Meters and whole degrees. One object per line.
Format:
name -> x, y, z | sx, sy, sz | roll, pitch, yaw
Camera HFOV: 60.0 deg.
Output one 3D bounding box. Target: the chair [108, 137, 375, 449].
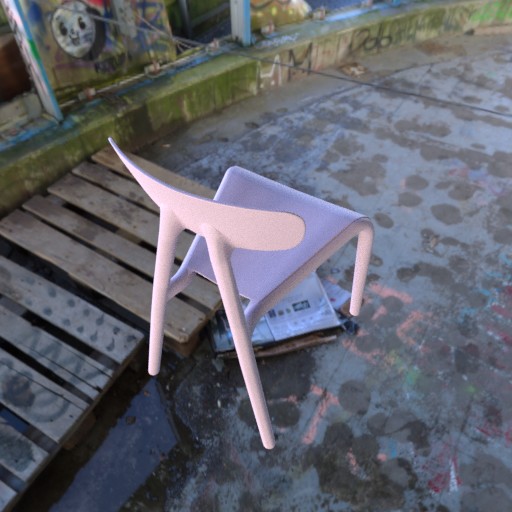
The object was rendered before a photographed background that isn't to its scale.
chair -> 0.000, 0.000, 0.817 | 0.356, 0.580, 0.401 | 25, 53, 20
